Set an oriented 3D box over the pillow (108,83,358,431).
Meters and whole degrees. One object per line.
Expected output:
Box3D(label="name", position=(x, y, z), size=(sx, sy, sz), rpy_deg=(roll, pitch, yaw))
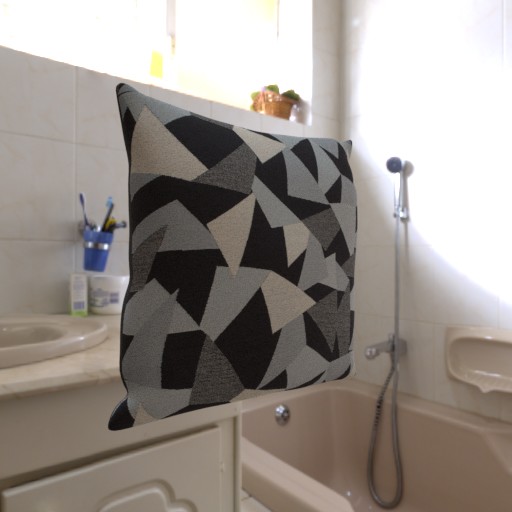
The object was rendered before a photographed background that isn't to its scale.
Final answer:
Box3D(label="pillow", position=(0.000, 0.000, 0.764), size=(0.503, 0.496, 0.208), rpy_deg=(0, -1, -36))
